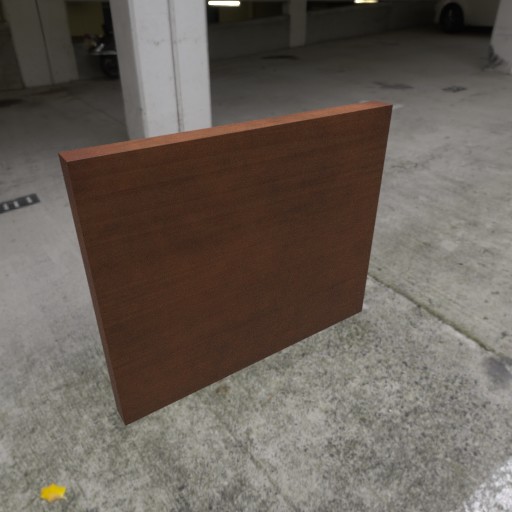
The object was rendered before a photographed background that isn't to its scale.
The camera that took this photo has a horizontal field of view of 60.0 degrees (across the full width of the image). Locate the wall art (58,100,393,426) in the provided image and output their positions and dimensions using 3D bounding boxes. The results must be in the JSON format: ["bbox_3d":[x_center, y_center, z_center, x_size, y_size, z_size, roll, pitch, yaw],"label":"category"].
[{"bbox_3d":[0.000,0.000,0.559,0.401,0.328,0.030,-19,35,-29],"label":"wall art"}]
